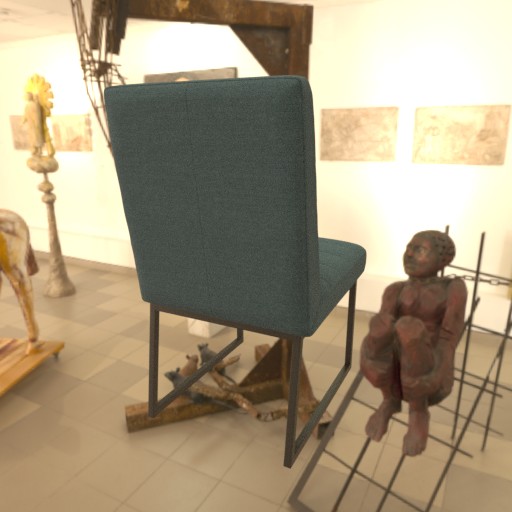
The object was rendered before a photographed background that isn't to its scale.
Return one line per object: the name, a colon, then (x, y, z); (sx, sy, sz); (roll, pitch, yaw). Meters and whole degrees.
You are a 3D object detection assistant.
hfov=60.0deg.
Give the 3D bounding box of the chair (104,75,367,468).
chair: (0.000, 0.000, 1.313); (0.520, 0.930, 0.634); (8, 18, 26)
